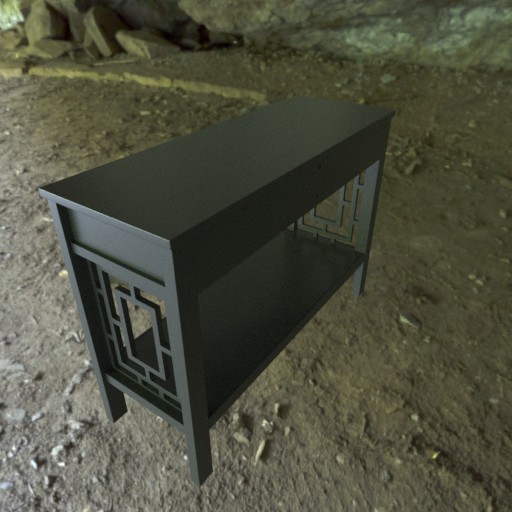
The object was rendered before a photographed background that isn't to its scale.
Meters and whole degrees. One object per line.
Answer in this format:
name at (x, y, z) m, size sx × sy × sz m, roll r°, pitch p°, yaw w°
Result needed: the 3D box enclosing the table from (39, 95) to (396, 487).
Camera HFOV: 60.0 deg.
table at (0.000, 0.000, 1.415) m, size 0.397 × 0.753 × 1.068 m, roll 21°, pitch 38°, yaw 29°
